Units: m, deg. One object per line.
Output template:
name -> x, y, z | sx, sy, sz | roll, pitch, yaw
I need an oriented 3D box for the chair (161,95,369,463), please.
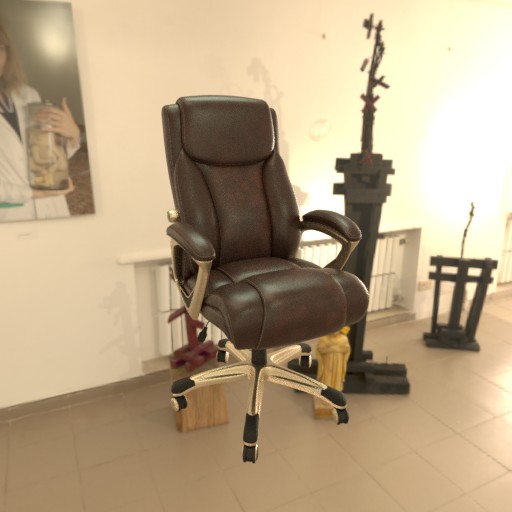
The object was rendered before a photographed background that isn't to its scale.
chair -> 0.000, 0.000, 1.683 | 0.692, 1.194, 0.749 | -8, 17, -25
